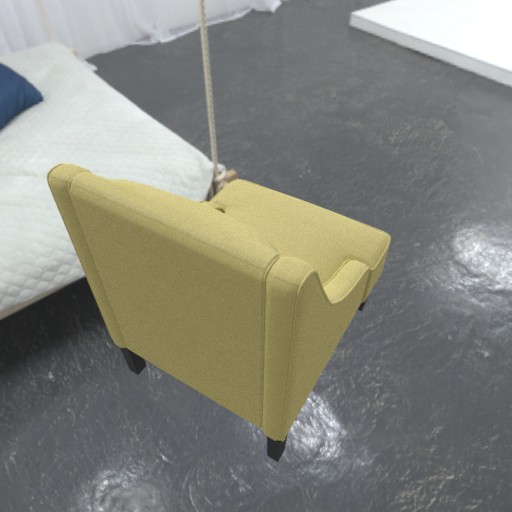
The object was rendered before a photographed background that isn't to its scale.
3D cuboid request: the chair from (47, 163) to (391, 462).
[{"bbox_3d":[0.000,0.000,1.460,0.696,0.896,0.814,24,50,21],"label":"chair"}]
